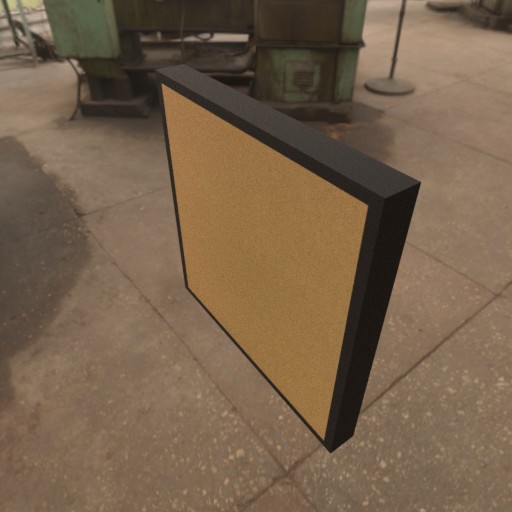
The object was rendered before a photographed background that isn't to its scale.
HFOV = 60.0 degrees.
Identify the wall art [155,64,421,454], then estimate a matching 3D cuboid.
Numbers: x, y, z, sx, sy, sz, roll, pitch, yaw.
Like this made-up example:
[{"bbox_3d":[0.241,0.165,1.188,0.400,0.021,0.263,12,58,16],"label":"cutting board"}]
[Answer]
[{"bbox_3d":[0.000,0.000,0.460,0.033,0.304,0.305,-25,45,-27],"label":"wall art"}]
